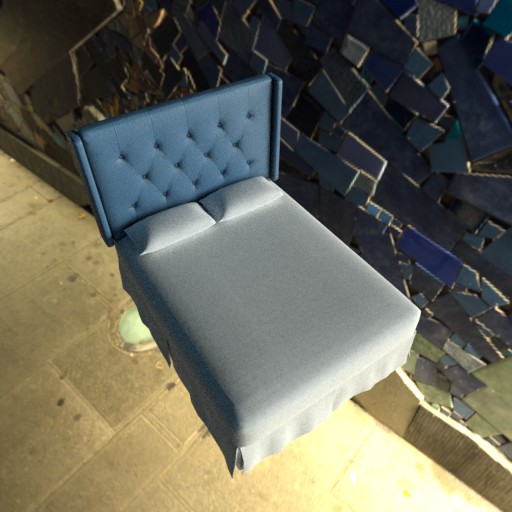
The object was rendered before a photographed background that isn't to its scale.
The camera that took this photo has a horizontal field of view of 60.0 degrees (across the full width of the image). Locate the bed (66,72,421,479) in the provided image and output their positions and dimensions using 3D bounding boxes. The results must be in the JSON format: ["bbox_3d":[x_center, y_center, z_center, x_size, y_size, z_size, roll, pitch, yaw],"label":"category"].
[{"bbox_3d":[0.000,0.000,3.304,1.719,1.665,2.078,-26,51,-23],"label":"bed"}]
